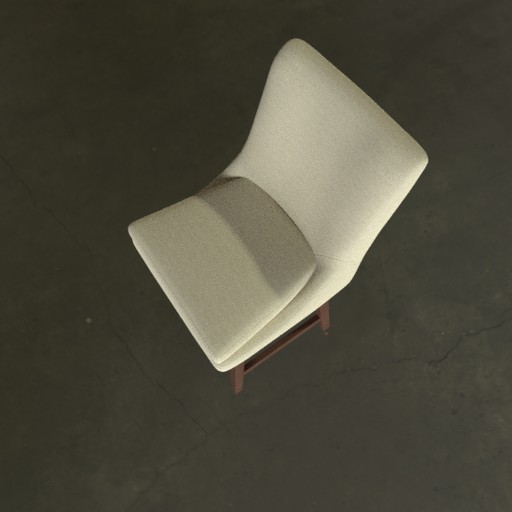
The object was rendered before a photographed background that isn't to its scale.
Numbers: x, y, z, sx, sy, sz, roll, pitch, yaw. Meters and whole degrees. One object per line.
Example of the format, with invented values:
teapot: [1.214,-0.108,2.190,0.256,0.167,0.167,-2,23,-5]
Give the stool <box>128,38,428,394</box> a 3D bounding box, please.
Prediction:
stool: [0.000,0.000,1.309,0.559,0.991,0.483,-32,68,-15]
